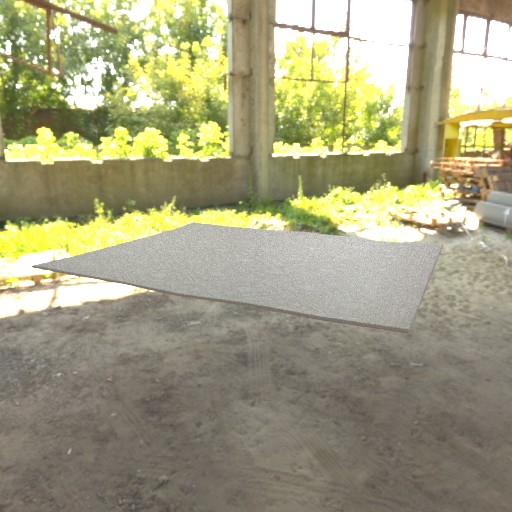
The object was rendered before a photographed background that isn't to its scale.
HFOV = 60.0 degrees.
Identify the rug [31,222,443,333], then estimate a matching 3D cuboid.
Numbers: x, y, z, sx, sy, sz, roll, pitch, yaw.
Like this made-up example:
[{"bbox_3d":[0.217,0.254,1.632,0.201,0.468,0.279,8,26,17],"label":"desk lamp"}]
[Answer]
[{"bbox_3d":[0.000,0.000,4.061,3.011,0.054,2.399,7,15,26],"label":"rug"}]
